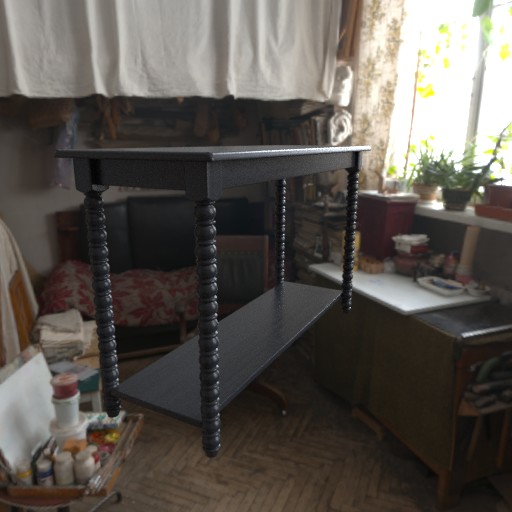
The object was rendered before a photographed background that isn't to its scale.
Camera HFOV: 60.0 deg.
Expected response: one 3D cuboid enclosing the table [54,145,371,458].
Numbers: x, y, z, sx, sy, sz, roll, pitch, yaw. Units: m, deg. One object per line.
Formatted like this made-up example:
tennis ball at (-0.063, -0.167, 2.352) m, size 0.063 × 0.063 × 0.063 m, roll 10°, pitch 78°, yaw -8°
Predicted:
table at (0.000, 0.000, 1.543) m, size 0.459 × 0.735 × 1.184 m, roll 8°, pitch 17°, yaw 28°
